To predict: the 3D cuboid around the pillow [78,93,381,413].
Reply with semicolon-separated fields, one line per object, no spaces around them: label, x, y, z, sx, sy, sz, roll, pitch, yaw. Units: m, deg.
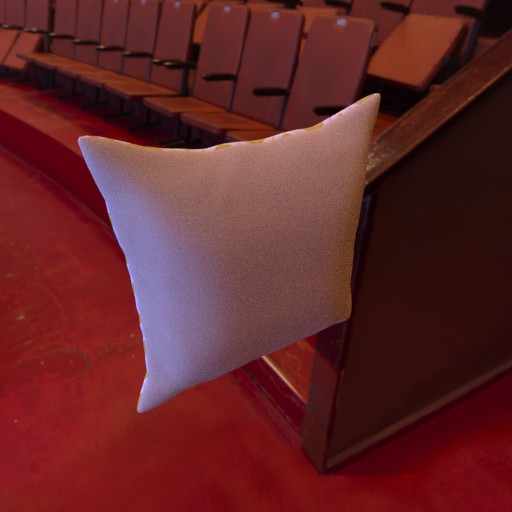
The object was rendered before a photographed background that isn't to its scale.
pillow;0.000;0.000;0.773;0.504;0.494;0.188;-18;36;-27
